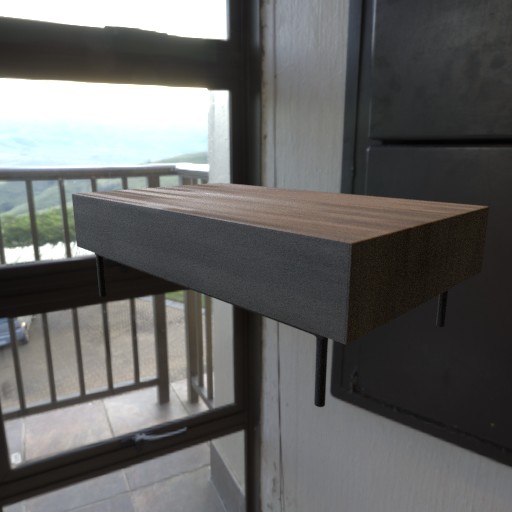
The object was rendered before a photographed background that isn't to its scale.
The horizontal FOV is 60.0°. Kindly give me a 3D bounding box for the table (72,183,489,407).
[{"bbox_3d":[0.000,0.000,1.354,0.643,0.347,1.088,-13,19,-43],"label":"table"}]
